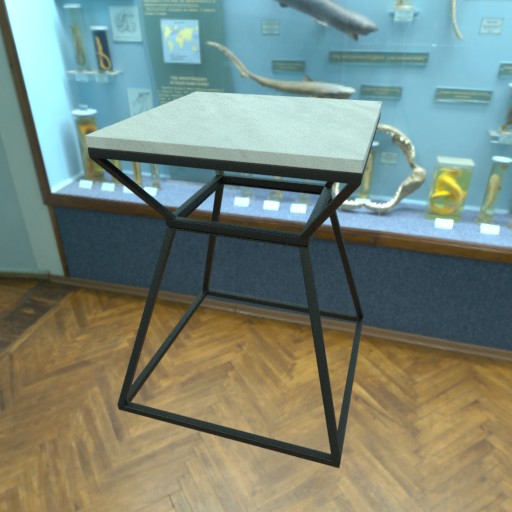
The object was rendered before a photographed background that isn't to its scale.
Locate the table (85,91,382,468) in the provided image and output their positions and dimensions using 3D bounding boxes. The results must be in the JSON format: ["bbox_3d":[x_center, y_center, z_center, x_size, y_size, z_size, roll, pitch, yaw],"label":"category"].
[{"bbox_3d":[0.000,0.000,0.907,0.455,0.559,0.455,9,31,15],"label":"table"}]
